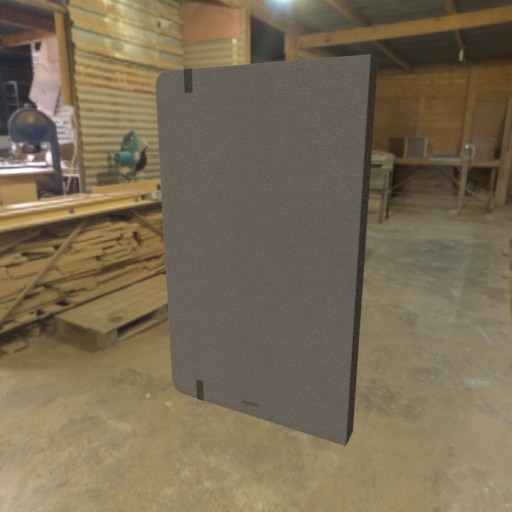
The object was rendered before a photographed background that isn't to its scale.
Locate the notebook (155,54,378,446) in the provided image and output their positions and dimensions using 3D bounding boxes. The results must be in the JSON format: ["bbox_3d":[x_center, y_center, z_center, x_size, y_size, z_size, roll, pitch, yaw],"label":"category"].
[{"bbox_3d":[0.000,0.000,0.267,0.127,0.213,0.016,8,17,26],"label":"notebook"}]
